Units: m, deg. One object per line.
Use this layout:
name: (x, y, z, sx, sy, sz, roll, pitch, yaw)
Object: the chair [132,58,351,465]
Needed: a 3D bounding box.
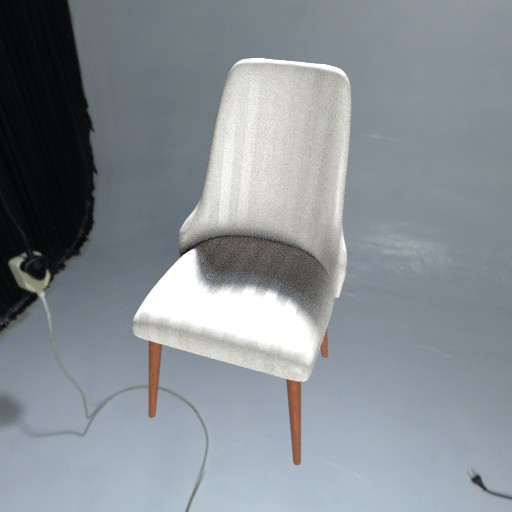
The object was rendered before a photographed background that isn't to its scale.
chair: (0.000, 0.000, 1.304, 0.526, 0.917, 0.684, 12, 41, 14)
